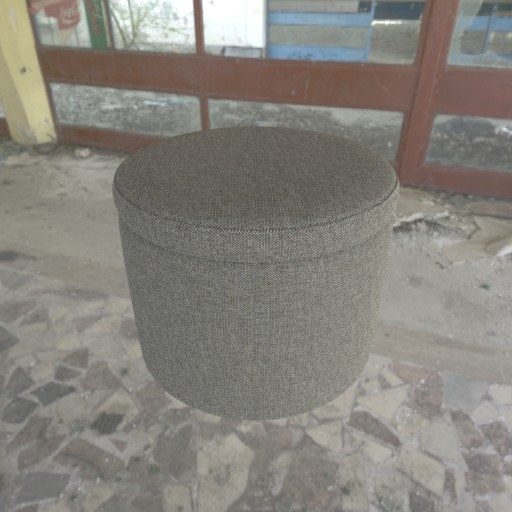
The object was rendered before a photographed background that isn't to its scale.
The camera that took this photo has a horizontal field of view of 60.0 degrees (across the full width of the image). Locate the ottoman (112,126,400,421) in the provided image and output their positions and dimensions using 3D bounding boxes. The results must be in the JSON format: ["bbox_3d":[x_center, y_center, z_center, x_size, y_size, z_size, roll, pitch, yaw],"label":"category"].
[{"bbox_3d":[0.000,0.000,0.920,0.520,0.430,0.520,0,31,0],"label":"ottoman"}]
